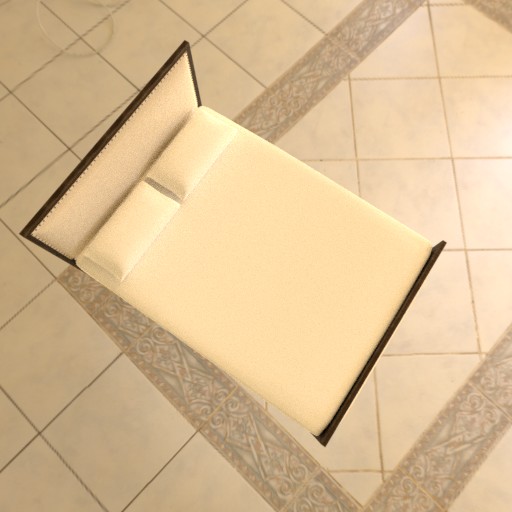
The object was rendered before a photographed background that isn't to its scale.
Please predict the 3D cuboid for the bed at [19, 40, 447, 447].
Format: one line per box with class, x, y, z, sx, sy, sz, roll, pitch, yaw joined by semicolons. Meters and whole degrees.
bed;0.000;0.000;3.202;2.221;1.313;1.607;33;78;8
